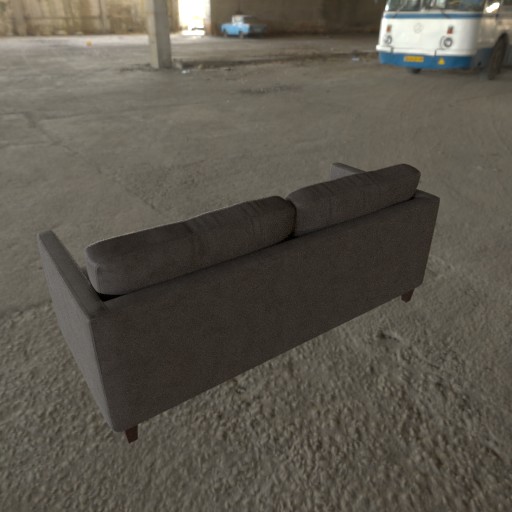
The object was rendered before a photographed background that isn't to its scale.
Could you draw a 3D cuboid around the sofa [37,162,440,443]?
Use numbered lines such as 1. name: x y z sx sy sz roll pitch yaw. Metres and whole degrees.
1. sofa: 0.000 0.000 2.668 2.208 0.965 0.951 -19 34 -30
